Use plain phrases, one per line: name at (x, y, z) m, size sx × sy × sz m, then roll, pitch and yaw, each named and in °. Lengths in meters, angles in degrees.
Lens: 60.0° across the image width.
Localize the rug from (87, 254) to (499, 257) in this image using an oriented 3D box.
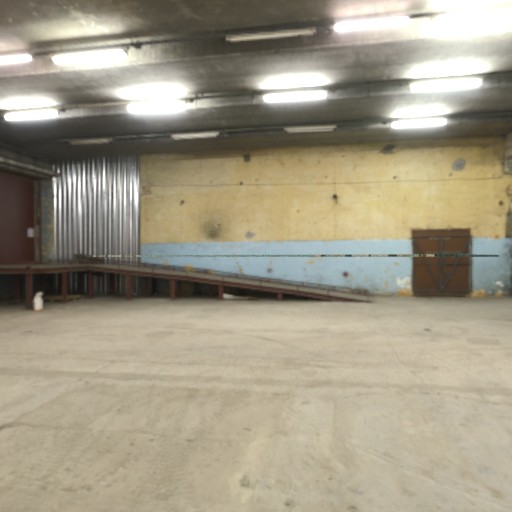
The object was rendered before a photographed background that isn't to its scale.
rug at (0.000, 0.000, 2.633) m, size 2.441 × 0.010 × 0.744 m, roll 0°, pitch 0°, yaw 39°
